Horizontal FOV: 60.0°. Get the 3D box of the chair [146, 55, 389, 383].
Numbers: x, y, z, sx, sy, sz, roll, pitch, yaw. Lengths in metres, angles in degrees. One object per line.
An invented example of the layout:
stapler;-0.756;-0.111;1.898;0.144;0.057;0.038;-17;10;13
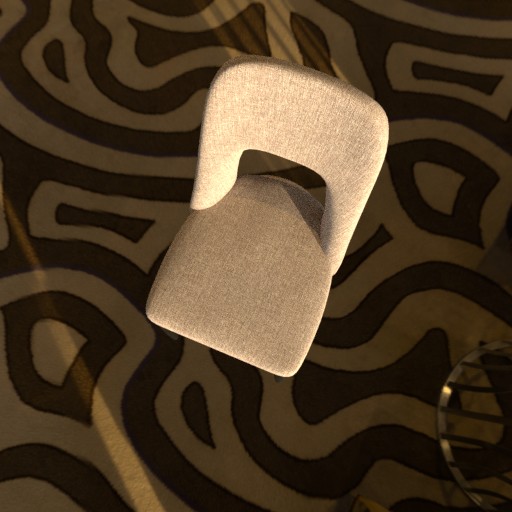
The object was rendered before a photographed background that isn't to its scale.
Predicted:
chair;0.000;0.000;1.279;0.470;0.931;0.612;22;76;6
